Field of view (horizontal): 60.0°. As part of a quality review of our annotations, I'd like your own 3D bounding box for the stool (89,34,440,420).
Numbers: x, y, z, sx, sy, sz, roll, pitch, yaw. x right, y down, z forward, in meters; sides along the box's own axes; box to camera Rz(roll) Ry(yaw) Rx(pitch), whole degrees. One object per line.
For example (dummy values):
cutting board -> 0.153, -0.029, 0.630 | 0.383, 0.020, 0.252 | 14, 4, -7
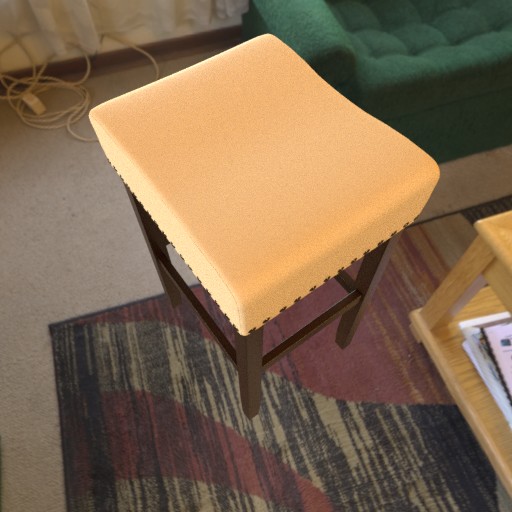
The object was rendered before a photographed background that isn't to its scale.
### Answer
stool -> 0.000, 0.000, 1.045 | 0.401, 0.762, 0.471 | -32, 63, -18
